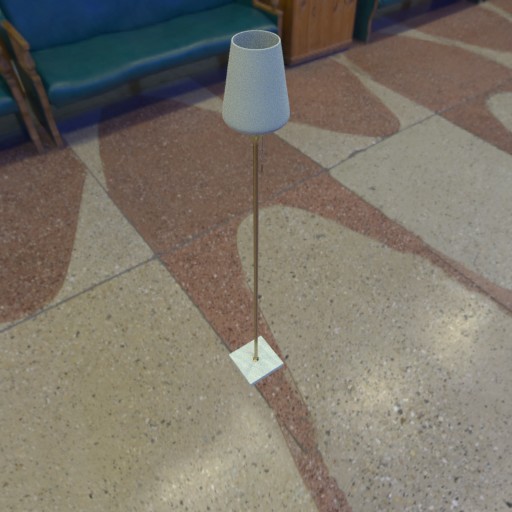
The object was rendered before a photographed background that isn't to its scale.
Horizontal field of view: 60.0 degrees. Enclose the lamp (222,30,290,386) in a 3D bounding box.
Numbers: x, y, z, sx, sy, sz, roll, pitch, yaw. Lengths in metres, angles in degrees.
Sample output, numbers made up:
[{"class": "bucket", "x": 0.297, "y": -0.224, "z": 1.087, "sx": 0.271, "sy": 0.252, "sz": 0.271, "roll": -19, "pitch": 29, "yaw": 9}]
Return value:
[{"class": "lamp", "x": 0.000, "y": 0.000, "z": 1.930, "sx": 0.232, "sy": 1.813, "sz": 0.229, "roll": -27, "pitch": 53, "yaw": -23}]
